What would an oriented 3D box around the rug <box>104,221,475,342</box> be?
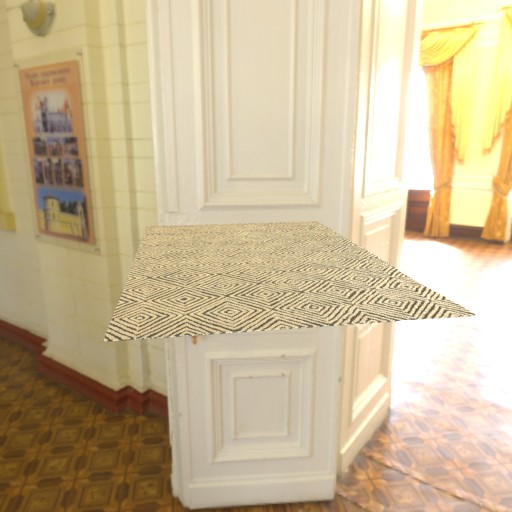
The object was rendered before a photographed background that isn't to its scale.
[{"bbox_3d":[0.000,0.000,2.188,1.177,0.004,1.750,-2,15,-9],"label":"rug"}]
